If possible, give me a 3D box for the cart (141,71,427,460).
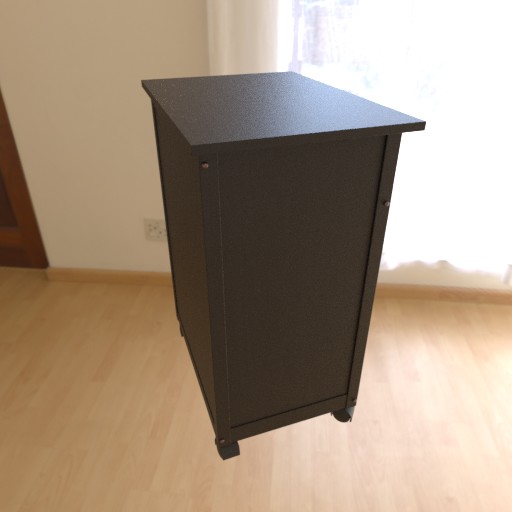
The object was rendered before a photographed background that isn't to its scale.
[{"bbox_3d":[0.000,0.000,1.268,0.456,0.879,0.660,-10,33,-17],"label":"cart"}]
